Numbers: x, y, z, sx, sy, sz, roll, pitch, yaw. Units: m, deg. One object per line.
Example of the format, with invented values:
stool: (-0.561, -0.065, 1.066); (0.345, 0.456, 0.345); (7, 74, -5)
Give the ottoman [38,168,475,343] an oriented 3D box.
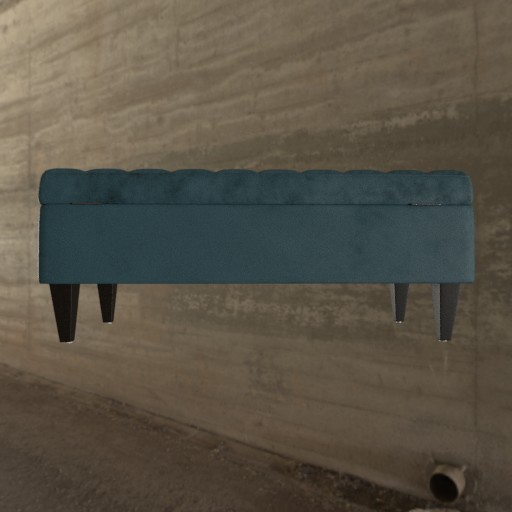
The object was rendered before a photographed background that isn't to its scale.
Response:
ottoman: (0.000, 0.000, 1.386); (1.151, 0.469, 0.482); (0, 0, -1)
